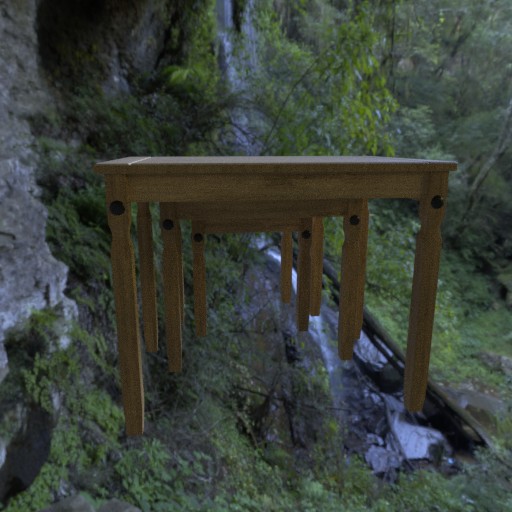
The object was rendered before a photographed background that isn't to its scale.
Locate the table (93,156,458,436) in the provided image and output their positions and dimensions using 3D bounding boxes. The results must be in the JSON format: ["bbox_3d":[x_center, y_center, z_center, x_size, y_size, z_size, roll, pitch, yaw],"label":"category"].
[{"bbox_3d":[0.000,0.000,1.225,0.660,0.535,0.773,-2,14,-8],"label":"table"}]
